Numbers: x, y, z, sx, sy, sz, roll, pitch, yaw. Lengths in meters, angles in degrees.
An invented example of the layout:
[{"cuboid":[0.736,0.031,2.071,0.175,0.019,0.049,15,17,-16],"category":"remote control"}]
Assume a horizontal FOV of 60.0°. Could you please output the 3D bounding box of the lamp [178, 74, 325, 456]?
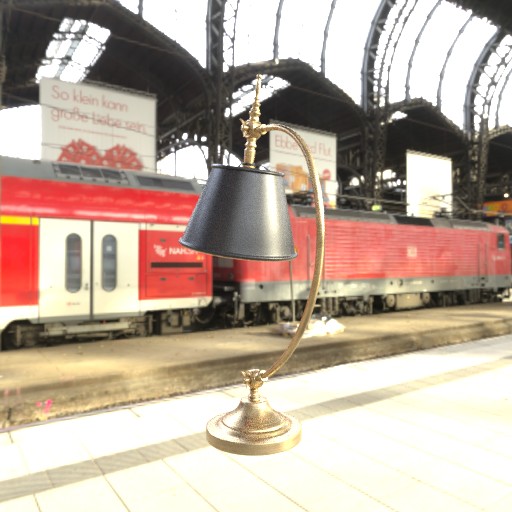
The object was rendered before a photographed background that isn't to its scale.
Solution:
[{"cuboid":[0.000,0.000,0.827,0.235,0.675,0.344,1,-1,-37],"category":"lamp"}]
